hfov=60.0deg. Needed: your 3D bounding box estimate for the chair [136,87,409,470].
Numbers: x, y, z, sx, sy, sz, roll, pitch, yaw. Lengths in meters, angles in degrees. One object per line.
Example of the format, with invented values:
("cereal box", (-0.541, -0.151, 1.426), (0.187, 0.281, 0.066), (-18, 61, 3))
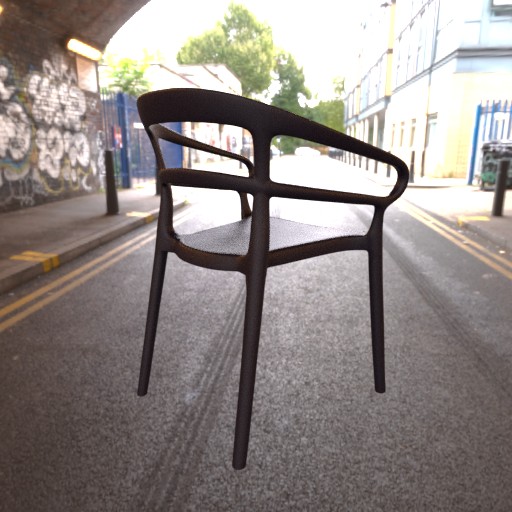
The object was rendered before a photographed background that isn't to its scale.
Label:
("chair", (0.000, 0.000, 1.134), (0.527, 0.761, 0.559), (-13, 19, -43))
